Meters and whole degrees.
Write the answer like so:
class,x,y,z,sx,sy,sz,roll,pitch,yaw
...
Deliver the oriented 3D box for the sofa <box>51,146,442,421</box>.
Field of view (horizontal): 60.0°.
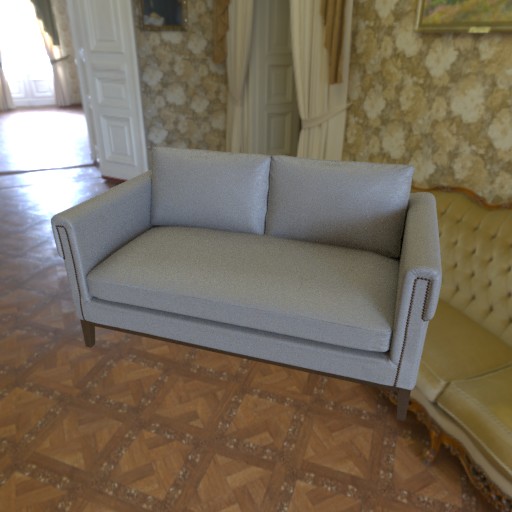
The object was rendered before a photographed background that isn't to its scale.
class,x,y,z,sx,sy,sz,roll,pitch,yaw
sofa,0.000,0.000,2.146,1.598,0.873,0.899,8,27,17
